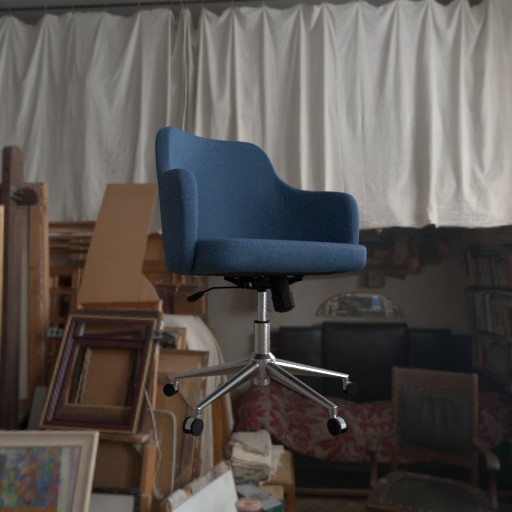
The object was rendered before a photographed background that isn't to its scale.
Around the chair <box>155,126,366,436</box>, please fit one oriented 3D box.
[{"bbox_3d":[0.000,0.000,1.261,0.599,0.820,0.655,1,-2,-36],"label":"chair"}]
